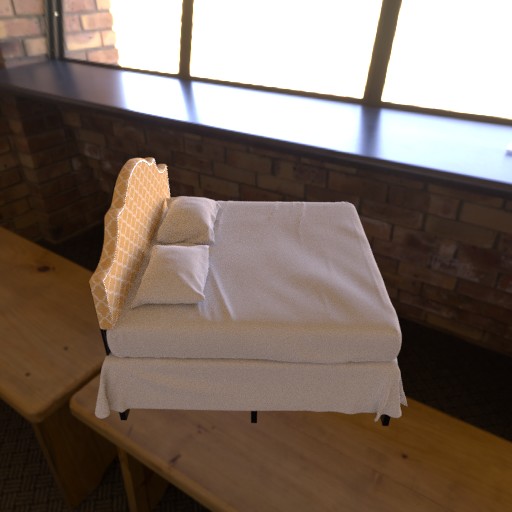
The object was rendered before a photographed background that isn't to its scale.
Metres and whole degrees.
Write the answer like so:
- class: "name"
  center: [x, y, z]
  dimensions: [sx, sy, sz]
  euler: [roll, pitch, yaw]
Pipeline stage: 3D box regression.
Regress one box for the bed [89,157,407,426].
- class: "bed"
  center: [0.000, 0.000, 3.712]
  dimensions: [2.222, 1.601, 2.314]
  euler: [1, 32, 1]
